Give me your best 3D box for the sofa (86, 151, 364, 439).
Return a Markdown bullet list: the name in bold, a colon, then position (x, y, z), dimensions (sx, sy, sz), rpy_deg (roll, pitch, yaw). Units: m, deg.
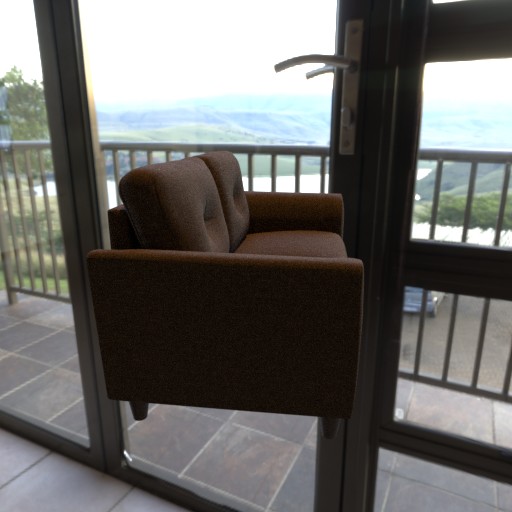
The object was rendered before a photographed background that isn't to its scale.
- **sofa**: position (0.000, 0.000, 2.002), dimensions (0.851, 0.885, 1.423), rpy_deg (2, 16, 8)
